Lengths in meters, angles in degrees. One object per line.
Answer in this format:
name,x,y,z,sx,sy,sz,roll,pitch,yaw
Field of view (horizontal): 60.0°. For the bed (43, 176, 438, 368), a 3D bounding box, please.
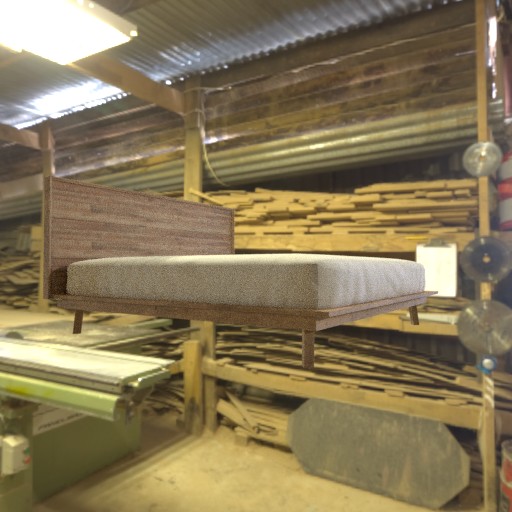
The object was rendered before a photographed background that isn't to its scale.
bed,0.000,0.000,3.362,2.167,1.100,2.116,-1,-2,35
